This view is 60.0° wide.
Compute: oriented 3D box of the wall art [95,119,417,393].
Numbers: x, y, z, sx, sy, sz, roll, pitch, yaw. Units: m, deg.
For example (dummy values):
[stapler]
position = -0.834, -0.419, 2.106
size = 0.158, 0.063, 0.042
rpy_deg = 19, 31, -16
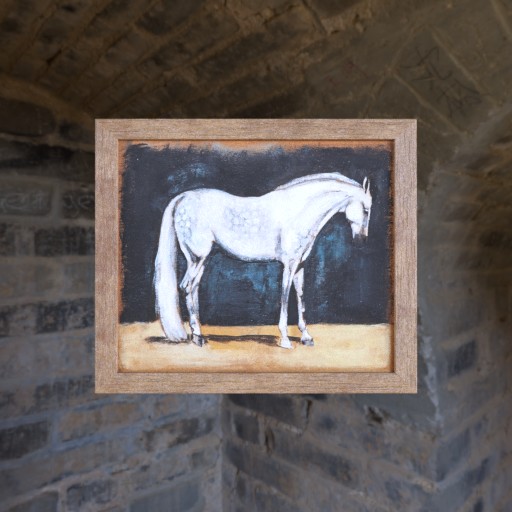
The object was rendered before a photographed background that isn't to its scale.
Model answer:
[wall art]
position = 0.000, 0.000, 0.961
size = 0.690, 0.588, 0.026
rpy_deg = 0, 0, 0
